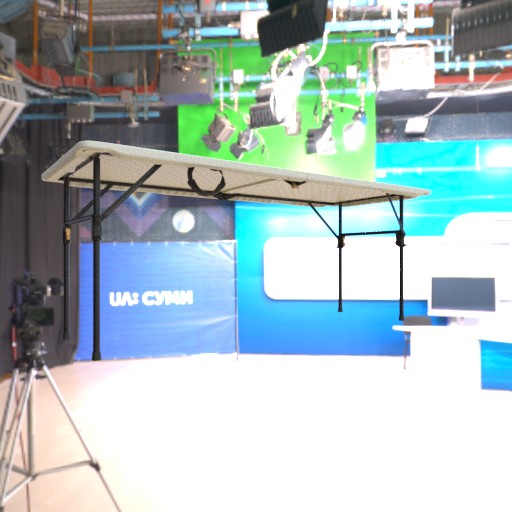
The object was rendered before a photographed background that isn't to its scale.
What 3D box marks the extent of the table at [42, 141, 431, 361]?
[{"bbox_3d":[0.000,0.000,2.190,1.829,0.719,0.761,0,0,-35],"label":"table"}]
